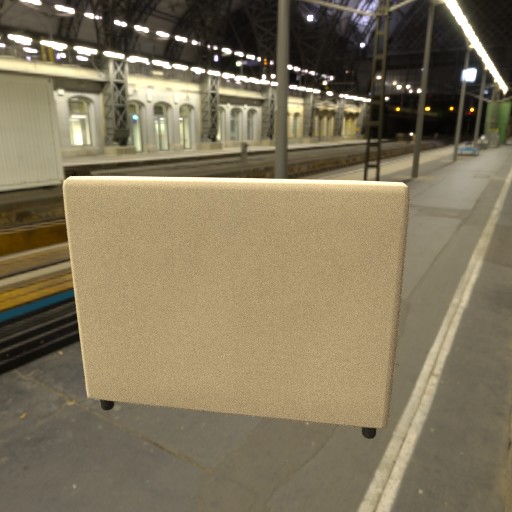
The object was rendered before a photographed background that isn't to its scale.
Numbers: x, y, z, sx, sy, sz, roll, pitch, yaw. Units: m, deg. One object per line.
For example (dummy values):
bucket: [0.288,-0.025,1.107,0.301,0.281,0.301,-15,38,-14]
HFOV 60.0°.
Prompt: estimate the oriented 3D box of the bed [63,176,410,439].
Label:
bed: [0.000,0.000,3.212,1.723,1.330,2.142,3,16,9]
